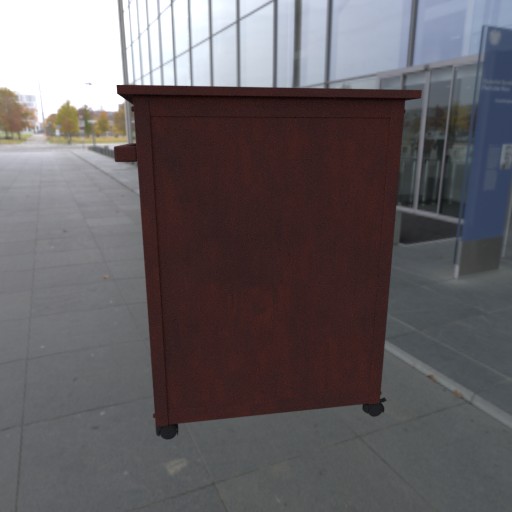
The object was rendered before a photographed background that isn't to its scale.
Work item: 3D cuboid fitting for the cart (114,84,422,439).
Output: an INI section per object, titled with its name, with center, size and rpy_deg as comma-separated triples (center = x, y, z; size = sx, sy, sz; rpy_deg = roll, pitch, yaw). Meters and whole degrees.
[cart]
center = 0.000, 0.000, 1.267
size = 0.683, 0.864, 0.442
rpy_deg = -3, 16, -9
